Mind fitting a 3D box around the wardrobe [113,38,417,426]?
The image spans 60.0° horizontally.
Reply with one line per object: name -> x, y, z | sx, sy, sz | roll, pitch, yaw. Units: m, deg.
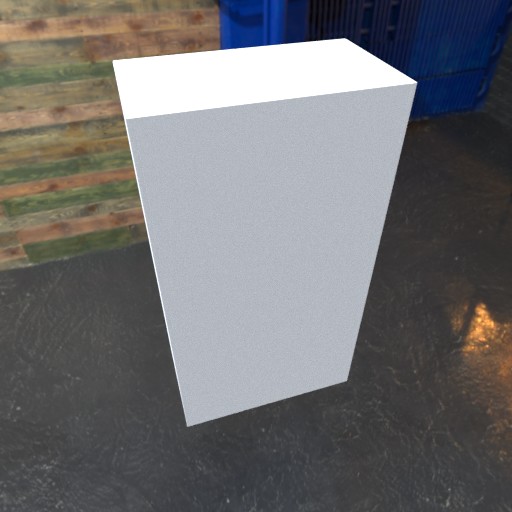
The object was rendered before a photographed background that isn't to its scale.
wardrobe -> 0.000, 0.000, 2.220 | 0.991, 1.808, 0.577 | -12, 42, -13
